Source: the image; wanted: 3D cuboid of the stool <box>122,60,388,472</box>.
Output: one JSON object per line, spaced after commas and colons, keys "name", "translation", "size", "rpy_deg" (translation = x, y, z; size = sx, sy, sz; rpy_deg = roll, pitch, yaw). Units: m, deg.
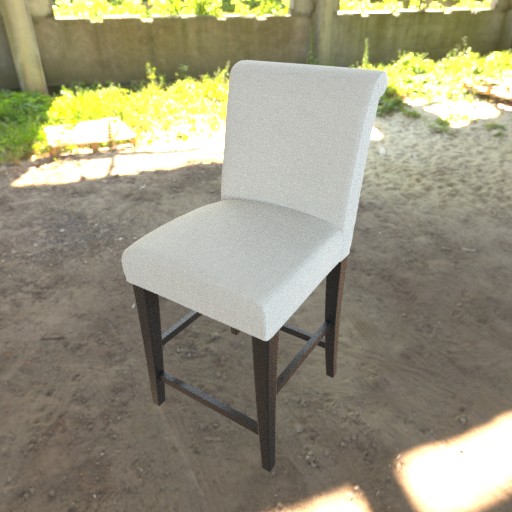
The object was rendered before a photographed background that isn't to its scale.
{"name": "stool", "translation": [0.000, 0.000, 1.283], "size": [0.452, 0.976, 0.597], "rpy_deg": [18, 34, 29]}
